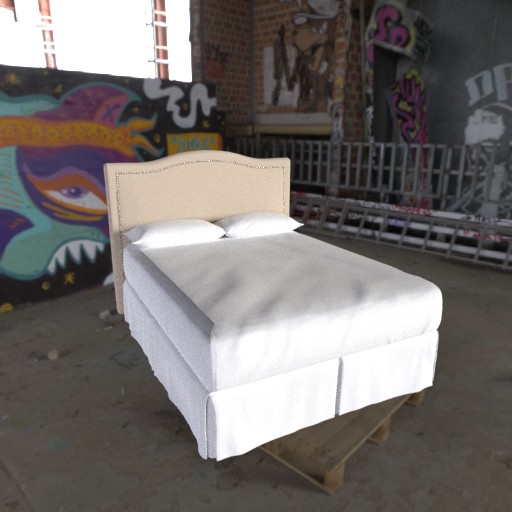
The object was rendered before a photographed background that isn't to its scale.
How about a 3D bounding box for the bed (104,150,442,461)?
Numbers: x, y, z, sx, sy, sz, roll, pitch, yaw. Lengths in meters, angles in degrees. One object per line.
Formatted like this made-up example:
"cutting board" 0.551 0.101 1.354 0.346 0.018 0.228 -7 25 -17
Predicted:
"bed" 0.000 0.000 3.300 1.753 1.460 2.143 -8 18 -26
